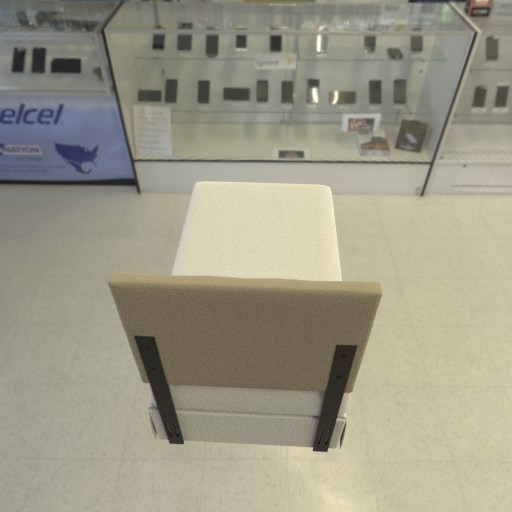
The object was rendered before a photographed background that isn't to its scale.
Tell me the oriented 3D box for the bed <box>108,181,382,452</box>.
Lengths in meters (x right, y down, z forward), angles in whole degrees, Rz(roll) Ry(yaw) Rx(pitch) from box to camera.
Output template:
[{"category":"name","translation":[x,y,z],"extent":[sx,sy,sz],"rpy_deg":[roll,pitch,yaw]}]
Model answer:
[{"category":"bed","translation":[0.000,0.000,3.047],"extent":[1.261,1.571,1.997],"rpy_deg":[2,45,2]}]
